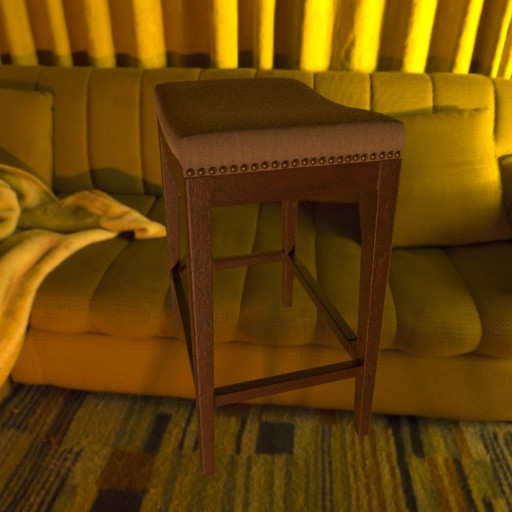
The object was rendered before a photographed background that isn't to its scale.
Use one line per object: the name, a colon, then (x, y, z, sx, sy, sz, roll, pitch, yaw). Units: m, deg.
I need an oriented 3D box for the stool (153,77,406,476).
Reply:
stool: (0.000, 0.000, 0.952, 0.356, 0.660, 0.508, -8, 30, -14)
